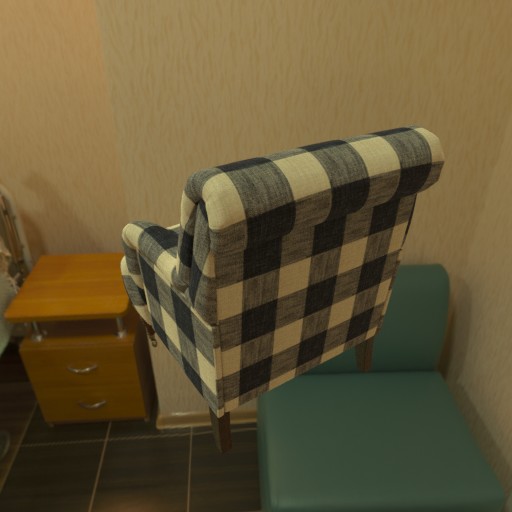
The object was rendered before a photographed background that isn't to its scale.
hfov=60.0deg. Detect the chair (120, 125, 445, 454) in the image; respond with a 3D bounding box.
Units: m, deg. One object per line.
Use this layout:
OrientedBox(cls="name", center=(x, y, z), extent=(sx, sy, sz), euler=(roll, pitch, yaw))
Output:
OrientedBox(cls="chair", center=(0.000, 0.000, 1.570), extent=(0.781, 0.953, 0.848), euler=(-19, 35, -29))
